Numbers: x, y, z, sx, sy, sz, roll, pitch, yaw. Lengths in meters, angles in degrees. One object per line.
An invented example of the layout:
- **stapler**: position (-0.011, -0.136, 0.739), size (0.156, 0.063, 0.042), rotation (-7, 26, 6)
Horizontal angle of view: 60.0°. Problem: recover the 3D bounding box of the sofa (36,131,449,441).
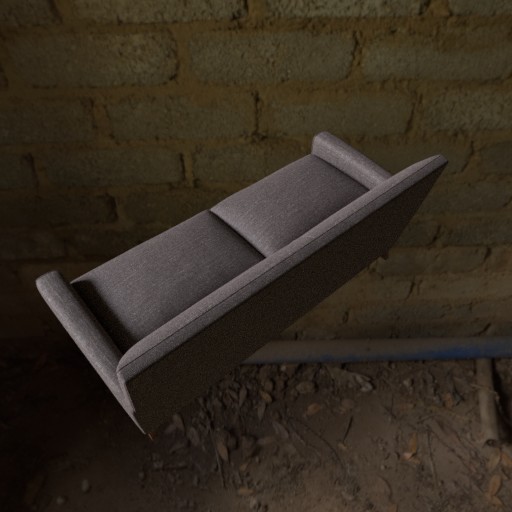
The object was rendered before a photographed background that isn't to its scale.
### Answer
- **sofa**: position (0.000, 0.000, 2.392), size (1.976, 0.846, 0.875), rotation (-32, 55, -27)
